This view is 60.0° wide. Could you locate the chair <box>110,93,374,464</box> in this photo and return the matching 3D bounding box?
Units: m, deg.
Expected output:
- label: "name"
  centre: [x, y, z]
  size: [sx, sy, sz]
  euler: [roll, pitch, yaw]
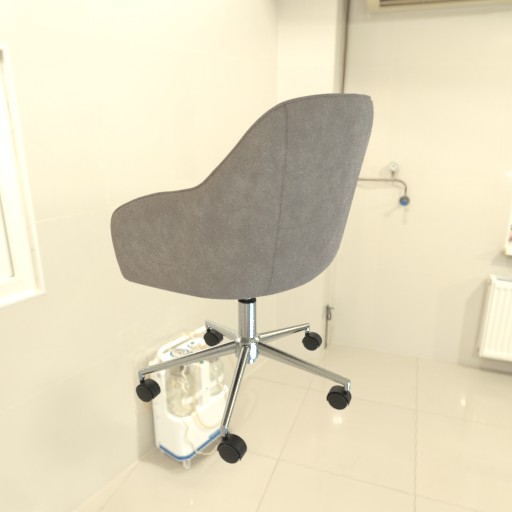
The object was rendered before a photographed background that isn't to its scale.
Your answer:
- label: "chair"
  centre: [0.000, 0.000, 1.229]
  size: [0.573, 0.831, 0.635]
  euler: [9, 20, 25]
